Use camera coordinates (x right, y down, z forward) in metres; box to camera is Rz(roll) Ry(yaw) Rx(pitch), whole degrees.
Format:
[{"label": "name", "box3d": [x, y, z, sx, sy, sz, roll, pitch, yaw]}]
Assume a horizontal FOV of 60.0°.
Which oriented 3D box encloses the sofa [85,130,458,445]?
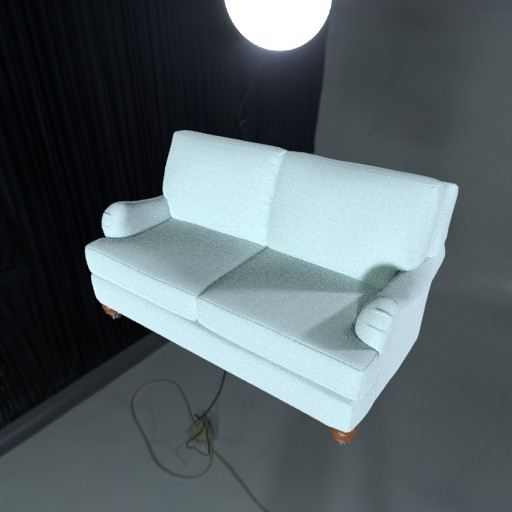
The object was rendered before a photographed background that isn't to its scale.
[{"label": "sofa", "box3d": [0.000, 0.000, 2.544, 1.853, 1.101, 1.084, 19, 35, 31]}]
